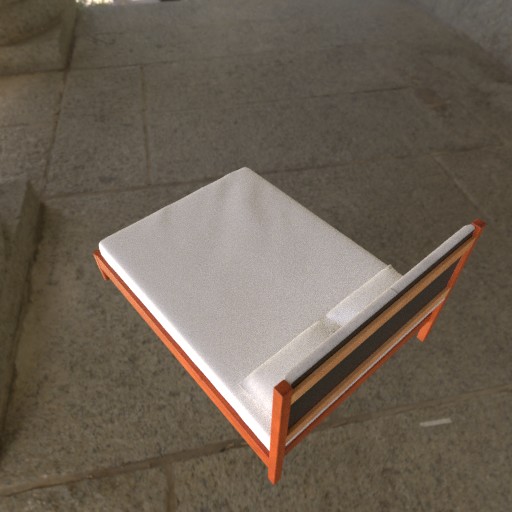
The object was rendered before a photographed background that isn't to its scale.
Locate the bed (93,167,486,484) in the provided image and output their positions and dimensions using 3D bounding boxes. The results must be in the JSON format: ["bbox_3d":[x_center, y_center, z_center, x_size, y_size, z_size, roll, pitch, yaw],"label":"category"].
[{"bbox_3d":[0.000,0.000,3.082,1.566,1.165,2.117,-32,55,-26],"label":"bed"}]
